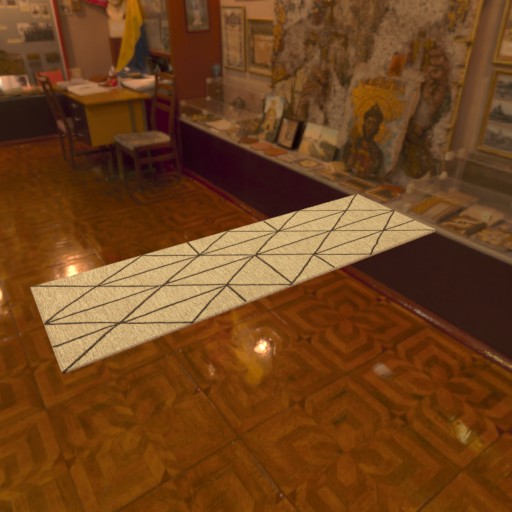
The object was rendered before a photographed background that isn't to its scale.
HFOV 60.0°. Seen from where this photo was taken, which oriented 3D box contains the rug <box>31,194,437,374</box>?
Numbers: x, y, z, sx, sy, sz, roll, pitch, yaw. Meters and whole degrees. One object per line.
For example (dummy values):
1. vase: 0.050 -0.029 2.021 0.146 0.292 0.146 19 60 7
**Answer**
1. rug: 0.000 0.000 2.713 2.438 0.012 0.762 -18 35 -28
